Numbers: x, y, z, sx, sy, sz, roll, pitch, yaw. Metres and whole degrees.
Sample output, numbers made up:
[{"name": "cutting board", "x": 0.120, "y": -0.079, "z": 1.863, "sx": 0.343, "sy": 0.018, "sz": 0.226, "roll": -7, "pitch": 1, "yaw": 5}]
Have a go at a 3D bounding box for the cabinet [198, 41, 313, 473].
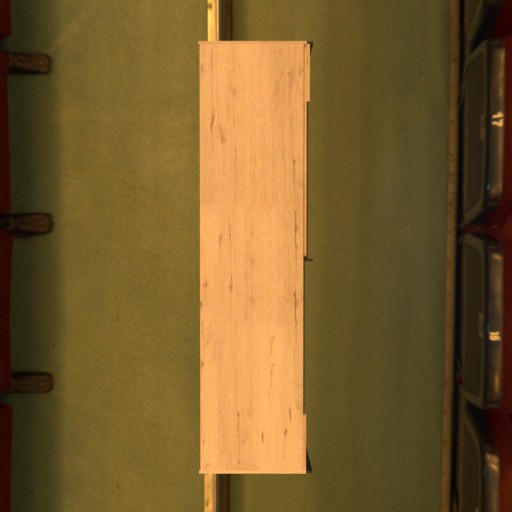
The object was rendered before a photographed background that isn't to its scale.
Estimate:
[{"name": "cabinet", "x": 0.000, "y": 0.000, "z": 3.651, "sx": 0.660, "sy": 2.180, "sz": 2.500, "roll": 0, "pitch": 91, "yaw": 0}]
